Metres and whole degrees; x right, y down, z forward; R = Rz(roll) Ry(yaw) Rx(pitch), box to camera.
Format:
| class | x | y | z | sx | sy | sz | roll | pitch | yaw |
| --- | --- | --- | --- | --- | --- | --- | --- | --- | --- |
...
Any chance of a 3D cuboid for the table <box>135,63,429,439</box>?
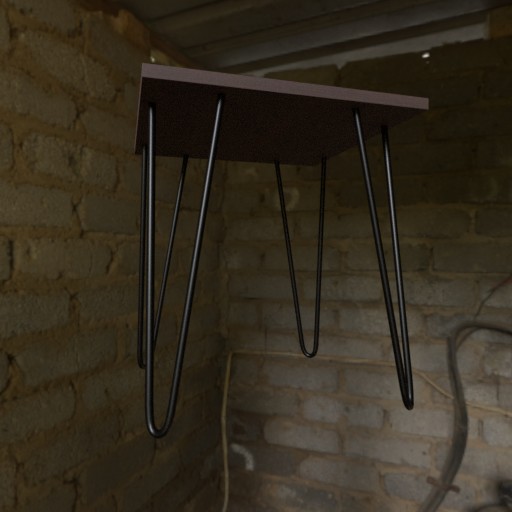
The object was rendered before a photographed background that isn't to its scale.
| class | x | y | z | sx | sy | sz | roll | pitch | yaw |
| --- | --- | --- | --- | --- | --- | --- | --- | --- | --- |
| table | 0.000 | 0.000 | 0.954 | 0.495 | 0.559 | 0.495 | 0 | -1 | -17 |
